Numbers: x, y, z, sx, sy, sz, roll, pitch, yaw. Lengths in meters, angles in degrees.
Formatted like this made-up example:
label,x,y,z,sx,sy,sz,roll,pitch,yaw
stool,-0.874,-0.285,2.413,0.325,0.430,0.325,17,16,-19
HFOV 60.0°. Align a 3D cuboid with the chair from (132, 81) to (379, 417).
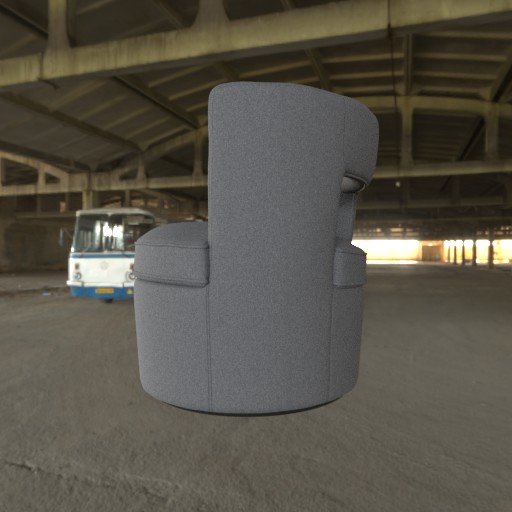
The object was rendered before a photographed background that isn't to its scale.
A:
label,x,y,z,sx,sy,sz,roll,pitch,yaw
chair,0.000,0.000,1.237,0.660,0.719,0.689,0,0,18
